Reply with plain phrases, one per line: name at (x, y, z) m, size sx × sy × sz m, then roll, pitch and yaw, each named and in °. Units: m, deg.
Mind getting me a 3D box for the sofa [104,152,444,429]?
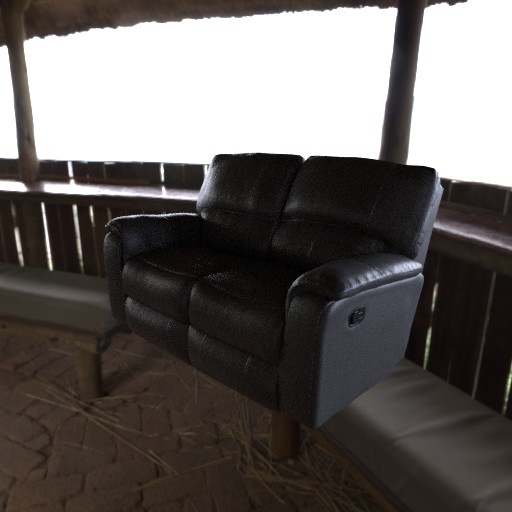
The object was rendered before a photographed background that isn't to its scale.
sofa at (0.000, 0.000, 2.540) m, size 1.765 × 1.111 × 1.104 m, roll 15°, pitch 22°, yaw 42°
